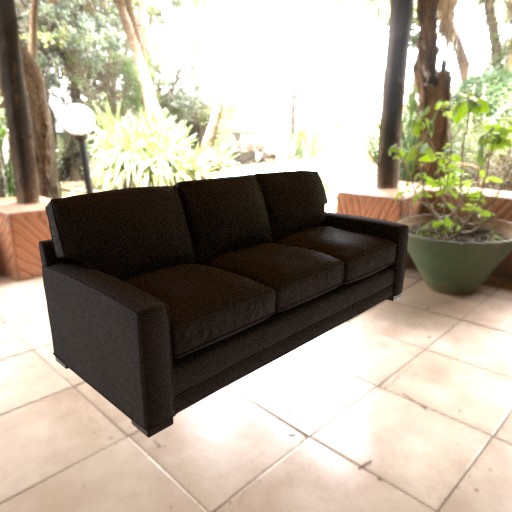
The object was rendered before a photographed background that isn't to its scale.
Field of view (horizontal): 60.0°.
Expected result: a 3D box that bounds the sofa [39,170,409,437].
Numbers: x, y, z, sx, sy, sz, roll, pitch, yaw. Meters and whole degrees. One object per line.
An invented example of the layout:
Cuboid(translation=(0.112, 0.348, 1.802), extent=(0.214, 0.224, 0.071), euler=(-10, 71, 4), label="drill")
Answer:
Cuboid(translation=(0.000, 0.000, 2.920), extent=(1.004, 0.978, 2.369), euler=(15, 22, 42), label="sofa")
